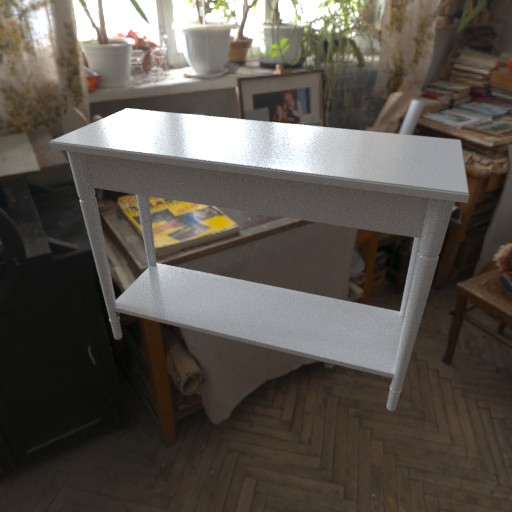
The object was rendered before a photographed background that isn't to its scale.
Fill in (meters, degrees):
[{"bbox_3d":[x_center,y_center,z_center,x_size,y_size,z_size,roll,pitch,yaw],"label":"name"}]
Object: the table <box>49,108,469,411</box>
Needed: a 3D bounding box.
[{"bbox_3d":[0.000,0.000,1.415,1.067,0.749,0.381,10,34,16],"label":"table"}]
